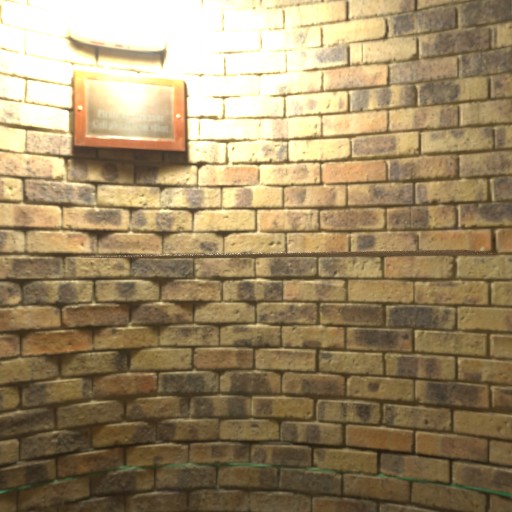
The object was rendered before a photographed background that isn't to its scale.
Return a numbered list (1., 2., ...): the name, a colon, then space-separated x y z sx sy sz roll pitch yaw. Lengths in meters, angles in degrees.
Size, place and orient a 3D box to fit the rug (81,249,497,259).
1. rug: 0.000 0.000 2.635 2.439 0.008 0.762 -1 -1 36
